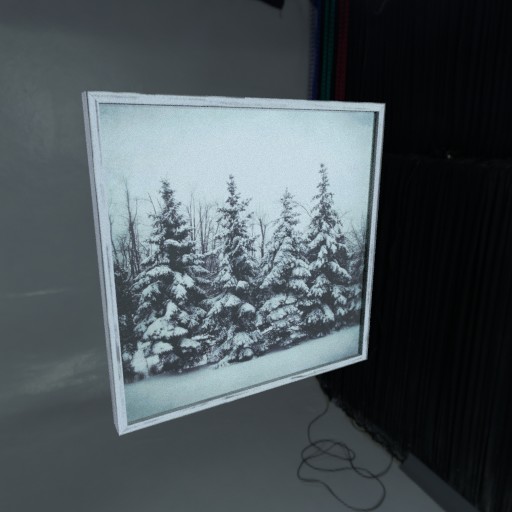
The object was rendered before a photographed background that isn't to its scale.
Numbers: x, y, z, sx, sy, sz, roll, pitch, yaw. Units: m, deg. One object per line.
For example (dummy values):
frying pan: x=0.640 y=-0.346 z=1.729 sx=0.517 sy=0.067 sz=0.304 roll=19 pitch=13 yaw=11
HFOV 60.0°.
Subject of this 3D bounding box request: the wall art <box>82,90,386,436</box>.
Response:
wall art: x=0.000 y=0.000 z=0.755 sx=0.506 sy=0.506 sz=0.038 roll=-8 pitch=17 yaw=-28
